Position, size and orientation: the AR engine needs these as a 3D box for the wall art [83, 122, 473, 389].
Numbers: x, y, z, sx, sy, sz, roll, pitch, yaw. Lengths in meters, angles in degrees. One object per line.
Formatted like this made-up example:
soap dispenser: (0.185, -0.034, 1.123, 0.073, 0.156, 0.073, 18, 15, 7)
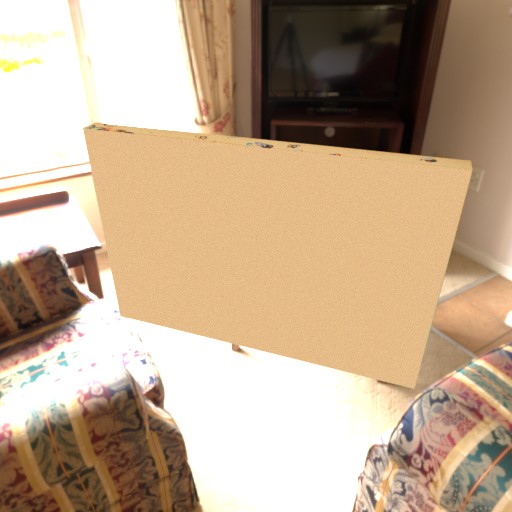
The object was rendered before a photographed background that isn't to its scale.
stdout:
wall art: (0.000, 0.000, 0.781, 0.609, 0.406, 0.039, 10, 33, 17)
